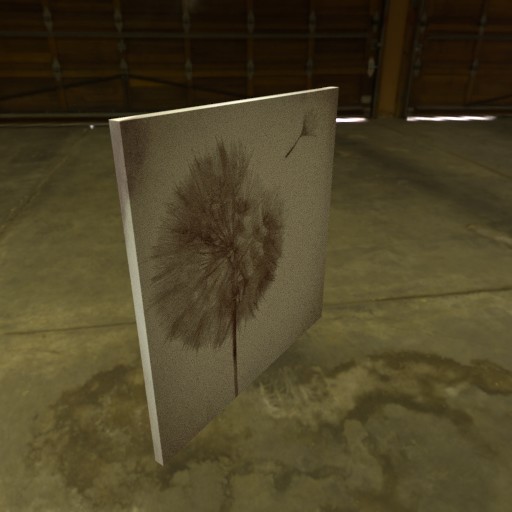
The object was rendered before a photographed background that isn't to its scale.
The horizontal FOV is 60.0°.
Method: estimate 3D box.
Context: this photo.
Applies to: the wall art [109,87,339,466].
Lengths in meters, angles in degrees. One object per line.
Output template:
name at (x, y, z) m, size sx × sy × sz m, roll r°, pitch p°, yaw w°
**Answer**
wall art at (0.000, 0.000, 1.135) m, size 0.027 × 0.762 × 0.762 m, roll 17°, pitch 30°, yaw 32°
